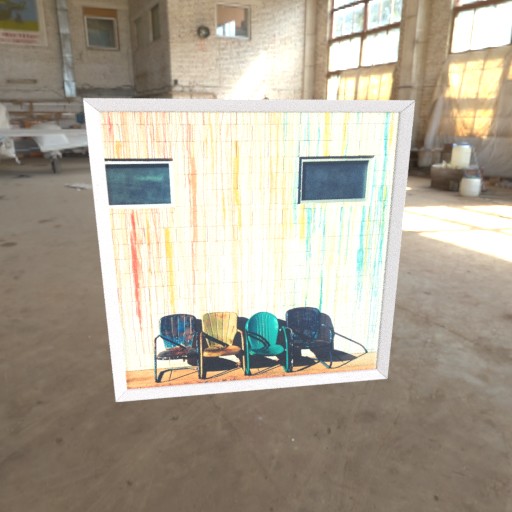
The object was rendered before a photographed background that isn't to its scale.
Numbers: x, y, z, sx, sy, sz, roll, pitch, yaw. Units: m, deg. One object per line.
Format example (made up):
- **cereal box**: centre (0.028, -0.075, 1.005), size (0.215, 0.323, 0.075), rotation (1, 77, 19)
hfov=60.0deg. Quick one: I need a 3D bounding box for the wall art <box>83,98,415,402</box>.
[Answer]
- **wall art**: centre (0.000, 0.000, 0.763), size (0.508, 0.508, 0.037), rotation (-2, 17, -8)
